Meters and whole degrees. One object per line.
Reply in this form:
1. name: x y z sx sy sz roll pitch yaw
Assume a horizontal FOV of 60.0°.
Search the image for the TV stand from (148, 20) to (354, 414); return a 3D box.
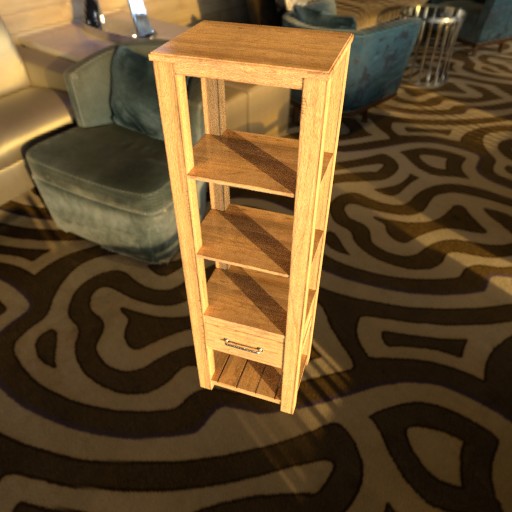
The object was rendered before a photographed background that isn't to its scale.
1. TV stand: 0.000 0.000 2.034 0.565 1.828 0.435 12 42 14
